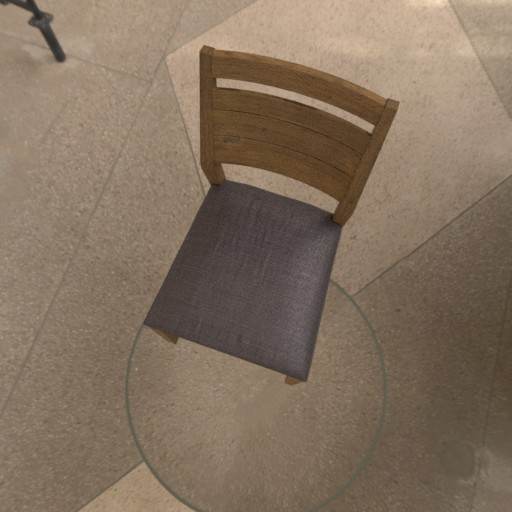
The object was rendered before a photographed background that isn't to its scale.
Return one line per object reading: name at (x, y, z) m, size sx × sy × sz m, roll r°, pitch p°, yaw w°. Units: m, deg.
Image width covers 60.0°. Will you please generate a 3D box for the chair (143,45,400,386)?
chair at (0.000, 0.000, 1.289) m, size 0.501 × 0.939 × 0.610 m, roll 18°, pitch 75°, yaw 5°
